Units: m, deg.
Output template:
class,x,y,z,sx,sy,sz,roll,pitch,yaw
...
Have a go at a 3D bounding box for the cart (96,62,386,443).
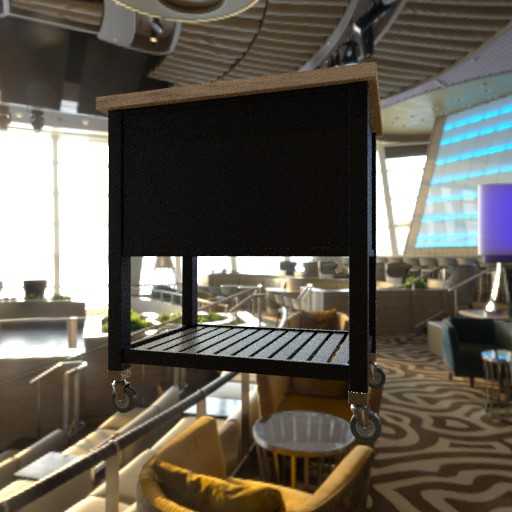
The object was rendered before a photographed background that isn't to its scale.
class,x,y,z,sx,sy,sz,roll,pitch,yaw
cart,0.000,0.000,1.436,0.797,0.920,0.567,0,0,17
